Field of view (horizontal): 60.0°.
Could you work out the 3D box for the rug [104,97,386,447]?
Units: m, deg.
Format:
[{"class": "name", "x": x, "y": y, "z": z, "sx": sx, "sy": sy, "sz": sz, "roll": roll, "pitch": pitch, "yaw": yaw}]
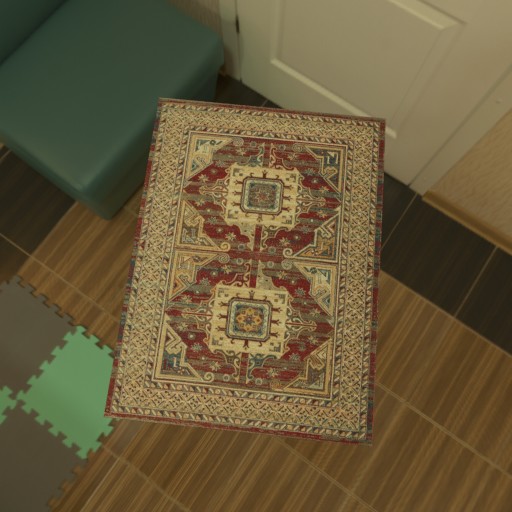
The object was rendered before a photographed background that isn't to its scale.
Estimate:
[{"class": "rug", "x": 0.000, "y": 0.000, "z": 4.268, "sx": 2.381, "sy": 0.013, "sz": 3.197, "roll": 6, "pitch": 77, "yaw": 1}]
